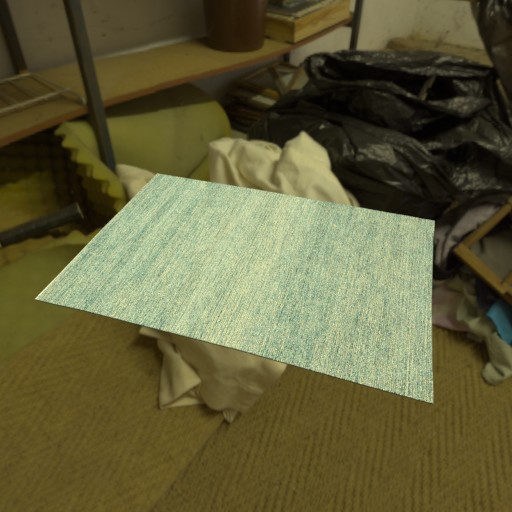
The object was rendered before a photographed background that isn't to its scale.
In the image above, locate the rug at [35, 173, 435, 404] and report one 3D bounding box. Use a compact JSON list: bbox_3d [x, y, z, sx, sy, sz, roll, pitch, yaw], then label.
[{"bbox_3d":[0.000,0.000,5.269,4.078,0.052,2.802,12,42,14],"label":"rug"}]
